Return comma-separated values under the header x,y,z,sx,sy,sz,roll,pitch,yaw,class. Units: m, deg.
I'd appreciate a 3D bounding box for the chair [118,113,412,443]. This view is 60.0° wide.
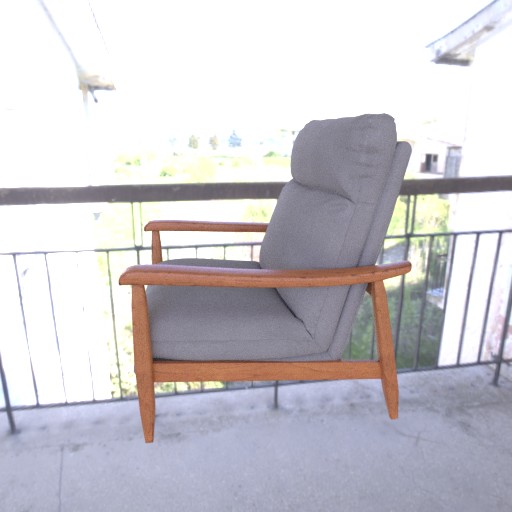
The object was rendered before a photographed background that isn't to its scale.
x,y,z,sx,sy,sz,roll,pitch,yaw,class
0.000,0.000,1.535,0.816,0.922,0.782,-2,15,-8,chair
